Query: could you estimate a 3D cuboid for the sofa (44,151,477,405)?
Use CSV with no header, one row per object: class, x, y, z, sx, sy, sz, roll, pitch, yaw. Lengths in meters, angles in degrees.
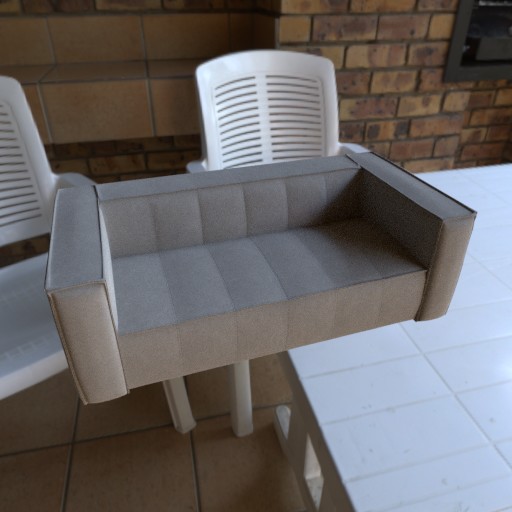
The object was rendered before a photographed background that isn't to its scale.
sofa,0.000,0.000,2.443,1.995,0.680,1.038,-10,33,-16
